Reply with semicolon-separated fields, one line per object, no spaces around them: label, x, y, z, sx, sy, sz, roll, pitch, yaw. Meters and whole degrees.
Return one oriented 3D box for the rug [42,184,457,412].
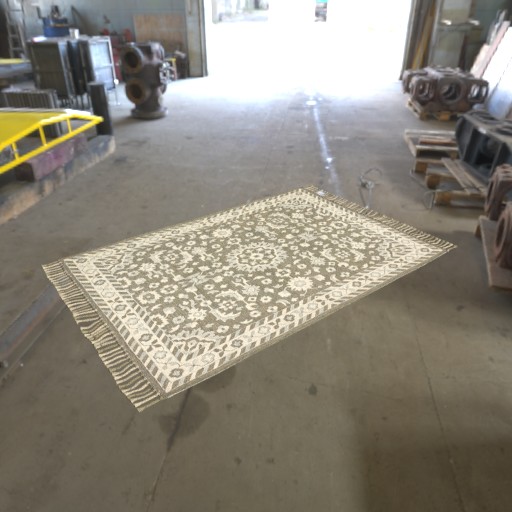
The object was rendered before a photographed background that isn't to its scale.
rug;0.000;0.000;3.025;2.431;0.025;1.530;-21;36;-32
